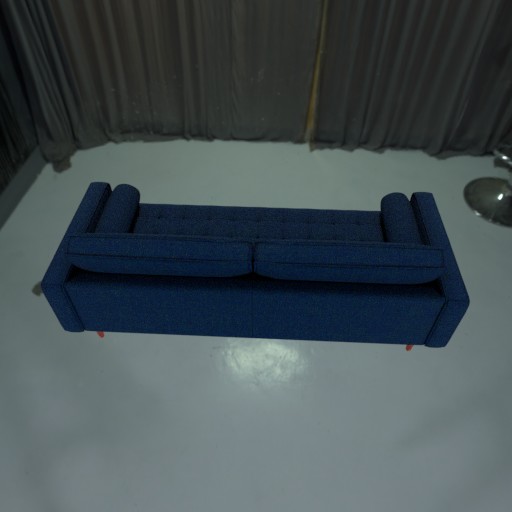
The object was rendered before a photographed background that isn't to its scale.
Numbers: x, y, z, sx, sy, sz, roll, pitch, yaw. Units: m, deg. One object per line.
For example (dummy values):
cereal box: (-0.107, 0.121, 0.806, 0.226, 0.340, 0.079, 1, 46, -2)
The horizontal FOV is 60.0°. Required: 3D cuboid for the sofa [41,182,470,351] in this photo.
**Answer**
sofa: (0.000, 0.000, 2.693, 2.210, 0.762, 0.914, 2, 47, 2)
